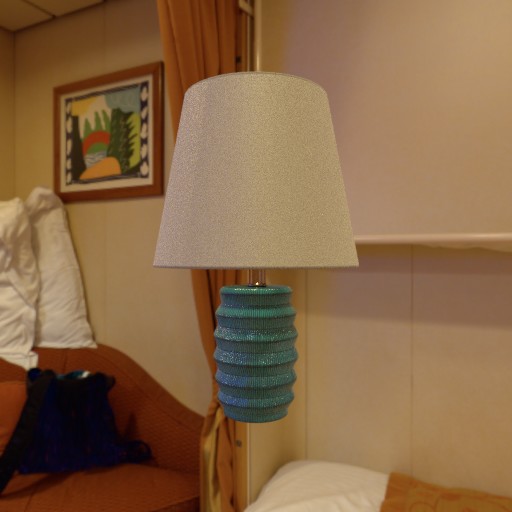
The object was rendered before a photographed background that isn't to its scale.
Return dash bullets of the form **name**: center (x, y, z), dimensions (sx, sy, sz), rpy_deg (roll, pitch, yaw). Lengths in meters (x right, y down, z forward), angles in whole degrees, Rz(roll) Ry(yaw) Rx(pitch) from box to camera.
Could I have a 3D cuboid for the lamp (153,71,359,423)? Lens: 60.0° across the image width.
- **lamp**: center (0.000, 0.000, 0.560), dimensions (0.254, 0.392, 0.254), rpy_deg (0, 0, 0)
